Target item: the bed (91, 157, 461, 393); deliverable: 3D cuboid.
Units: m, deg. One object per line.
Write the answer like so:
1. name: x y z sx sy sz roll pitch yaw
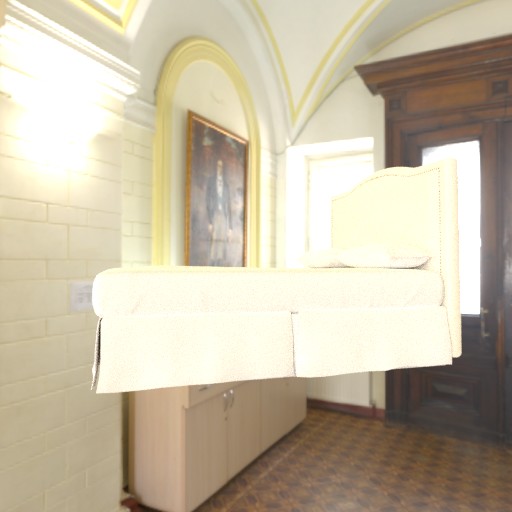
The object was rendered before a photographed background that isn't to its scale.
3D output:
1. bed: 0.000 0.000 3.381 2.282 1.436 1.821 0 -1 -17
